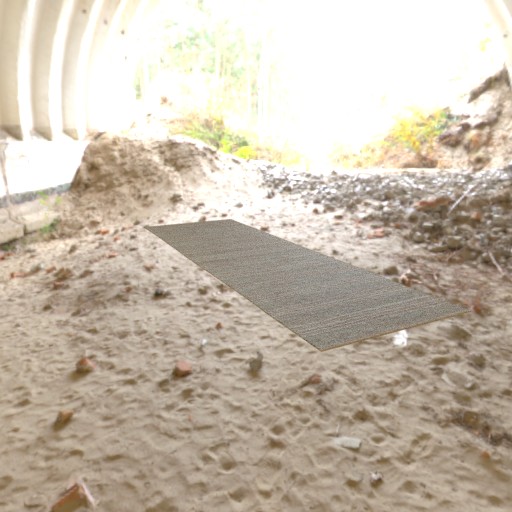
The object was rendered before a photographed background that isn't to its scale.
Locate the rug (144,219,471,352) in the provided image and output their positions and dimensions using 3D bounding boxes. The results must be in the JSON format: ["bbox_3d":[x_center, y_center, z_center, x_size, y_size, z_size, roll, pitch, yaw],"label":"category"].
[{"bbox_3d":[0.000,0.000,2.739,0.783,0.006,2.438,-8,17,-27],"label":"rug"}]
